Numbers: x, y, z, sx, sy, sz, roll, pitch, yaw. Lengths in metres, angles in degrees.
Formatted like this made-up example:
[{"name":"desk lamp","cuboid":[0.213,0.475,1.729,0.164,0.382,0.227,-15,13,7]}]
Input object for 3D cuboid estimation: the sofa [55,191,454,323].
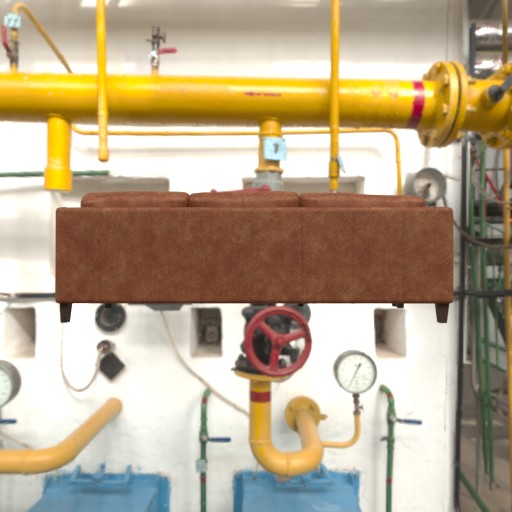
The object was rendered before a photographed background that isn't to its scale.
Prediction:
[{"name":"sofa","cuboid":[0.000,0.000,4.245,2.438,0.838,3.167,0,0,0]}]
